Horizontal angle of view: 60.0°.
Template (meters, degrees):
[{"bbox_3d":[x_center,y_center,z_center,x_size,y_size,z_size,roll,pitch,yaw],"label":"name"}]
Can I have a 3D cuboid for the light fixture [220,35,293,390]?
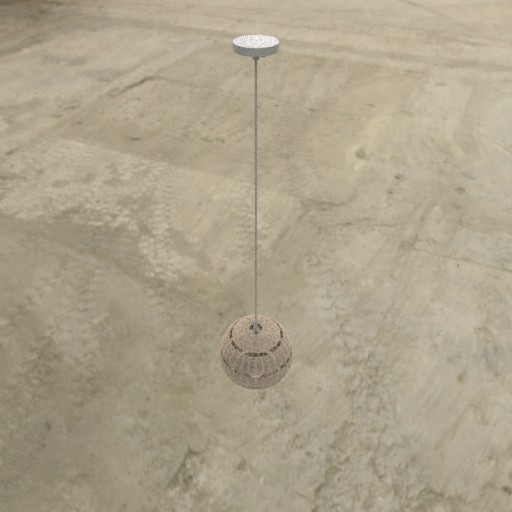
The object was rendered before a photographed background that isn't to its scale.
[{"bbox_3d":[0.000,0.000,2.238,0.457,2.019,0.457,-25,46,-26],"label":"light fixture"}]
